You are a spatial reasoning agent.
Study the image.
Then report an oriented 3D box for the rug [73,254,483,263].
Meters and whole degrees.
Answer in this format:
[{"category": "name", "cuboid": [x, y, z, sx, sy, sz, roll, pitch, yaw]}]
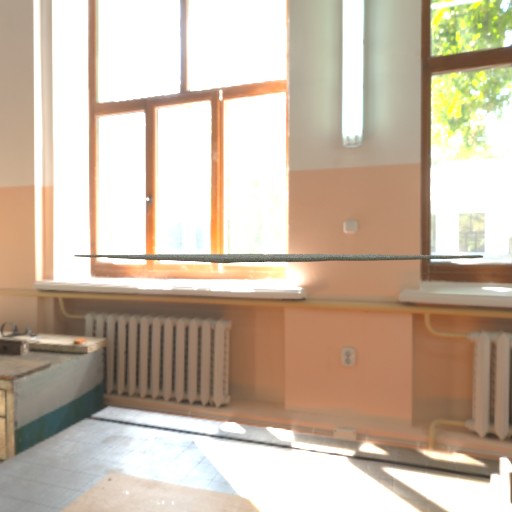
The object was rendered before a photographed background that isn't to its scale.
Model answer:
[{"category": "rug", "cuboid": [0.000, 0.000, 0.893, 0.548, 0.006, 0.639, 0, 1, -36]}]
